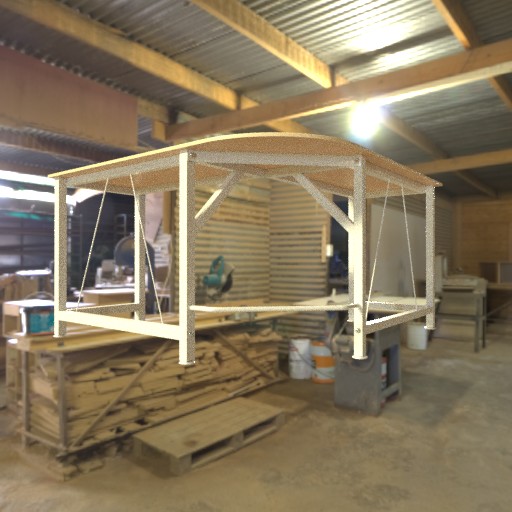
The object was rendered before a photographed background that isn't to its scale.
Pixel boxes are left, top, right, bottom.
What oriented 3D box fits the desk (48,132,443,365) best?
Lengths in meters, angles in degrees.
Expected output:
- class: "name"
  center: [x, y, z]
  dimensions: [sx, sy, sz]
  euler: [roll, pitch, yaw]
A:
- class: "desk"
  center: [0.000, 0.000, 2.210]
  dimensions: [1.400, 0.762, 1.400]
  euler: [0, 0, 38]
